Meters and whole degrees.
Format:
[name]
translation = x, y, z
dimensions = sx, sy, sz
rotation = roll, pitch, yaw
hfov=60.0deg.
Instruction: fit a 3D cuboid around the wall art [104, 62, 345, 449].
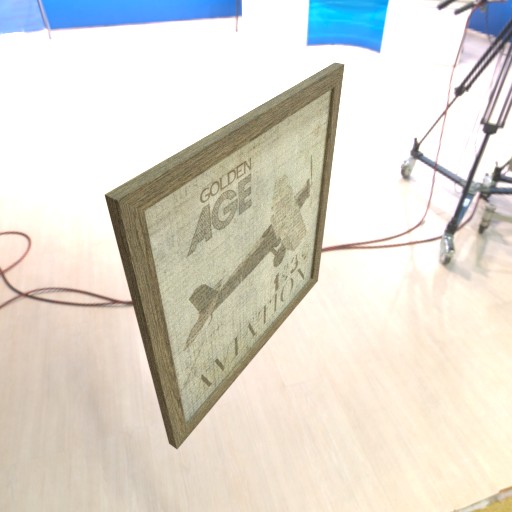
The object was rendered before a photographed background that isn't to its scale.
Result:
[wall art]
translation = 0.000, 0.000, 0.761
dimensions = 0.019, 0.508, 0.508
rotation = 24, 46, 25
